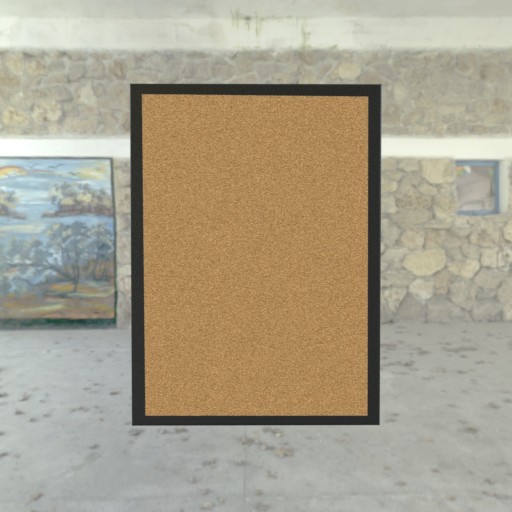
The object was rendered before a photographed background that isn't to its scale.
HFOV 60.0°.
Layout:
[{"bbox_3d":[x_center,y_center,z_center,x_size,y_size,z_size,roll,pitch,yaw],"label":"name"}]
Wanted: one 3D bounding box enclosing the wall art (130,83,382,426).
[{"bbox_3d":[0.000,0.000,1.261,0.707,0.967,0.013,0,1,0],"label":"wall art"}]
